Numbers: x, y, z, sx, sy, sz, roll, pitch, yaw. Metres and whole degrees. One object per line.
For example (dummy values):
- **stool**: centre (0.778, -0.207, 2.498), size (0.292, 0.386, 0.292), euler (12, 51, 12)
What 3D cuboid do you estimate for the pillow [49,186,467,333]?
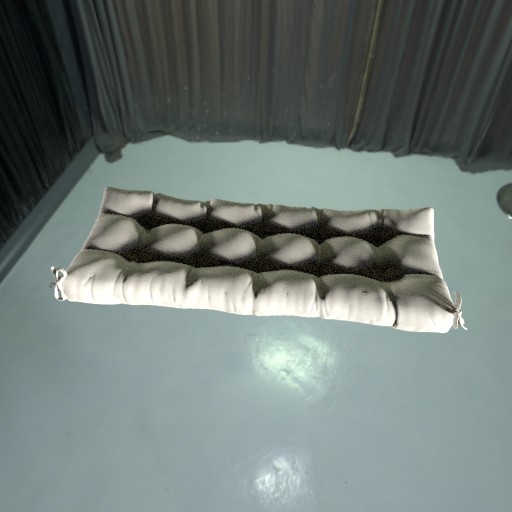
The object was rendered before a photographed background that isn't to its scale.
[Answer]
- **pillow**: centre (0.000, 0.000, 1.363), size (1.194, 0.174, 0.511), euler (4, 47, 4)
